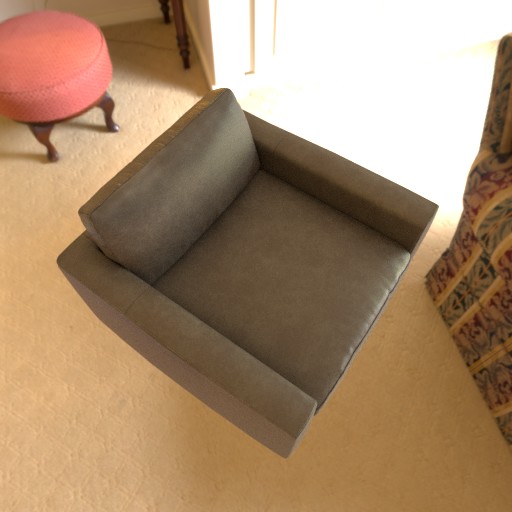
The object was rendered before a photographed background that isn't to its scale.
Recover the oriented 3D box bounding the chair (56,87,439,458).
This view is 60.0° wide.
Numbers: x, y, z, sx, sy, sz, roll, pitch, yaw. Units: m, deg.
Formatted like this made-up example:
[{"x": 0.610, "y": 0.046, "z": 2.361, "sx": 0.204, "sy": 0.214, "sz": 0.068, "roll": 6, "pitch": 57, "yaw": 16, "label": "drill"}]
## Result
[{"x": 0.000, "y": 0.000, "z": 1.810, "sx": 1.080, "sy": 0.807, "sz": 1.106, "roll": 31, "pitch": 64, "yaw": 17, "label": "chair"}]
